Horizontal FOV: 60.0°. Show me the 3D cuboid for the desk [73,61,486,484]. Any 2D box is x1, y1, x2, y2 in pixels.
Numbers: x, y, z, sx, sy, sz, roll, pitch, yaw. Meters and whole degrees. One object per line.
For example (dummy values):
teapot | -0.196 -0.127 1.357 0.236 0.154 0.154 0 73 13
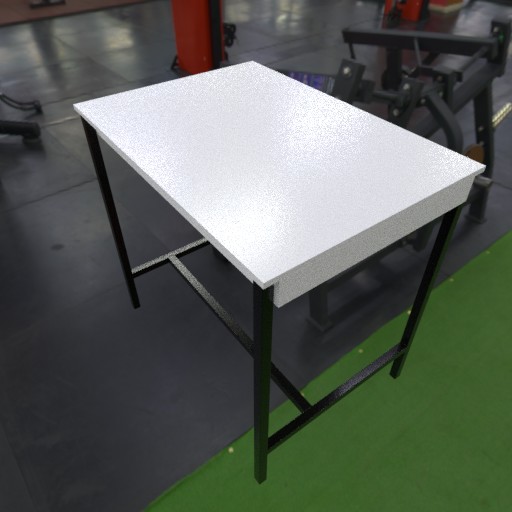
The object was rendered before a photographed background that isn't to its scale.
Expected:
desk | 0.000 0.000 1.278 0.573 0.766 0.811 -26 48 -27
